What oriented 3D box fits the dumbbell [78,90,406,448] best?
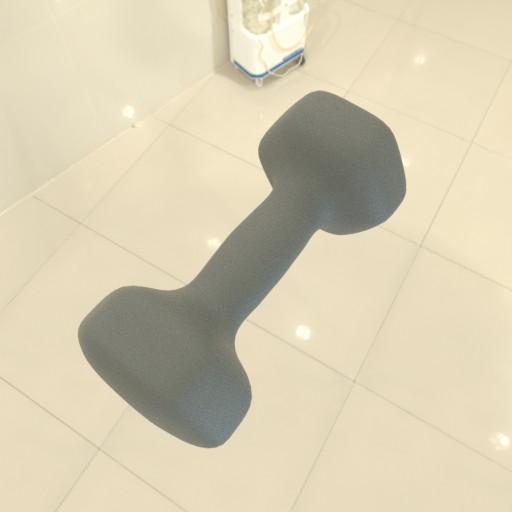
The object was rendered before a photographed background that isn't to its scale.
[{"bbox_3d":[0.000,0.000,0.229,0.090,0.081,0.184,35,69,16],"label":"dumbbell"}]
